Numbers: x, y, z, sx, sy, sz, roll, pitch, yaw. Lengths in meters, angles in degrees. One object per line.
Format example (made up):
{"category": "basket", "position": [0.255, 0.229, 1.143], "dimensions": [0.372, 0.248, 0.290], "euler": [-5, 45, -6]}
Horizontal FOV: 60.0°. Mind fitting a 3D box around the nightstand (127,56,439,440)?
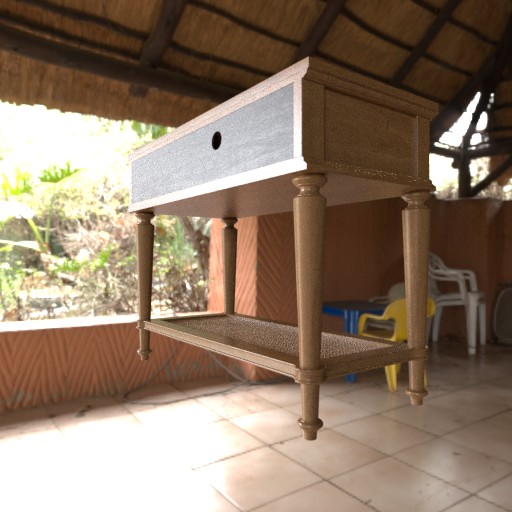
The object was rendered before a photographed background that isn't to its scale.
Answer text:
{"category": "nightstand", "position": [0.000, 0.000, 1.279], "dimensions": [0.432, 0.700, 0.914], "euler": [0, -1, -36]}
